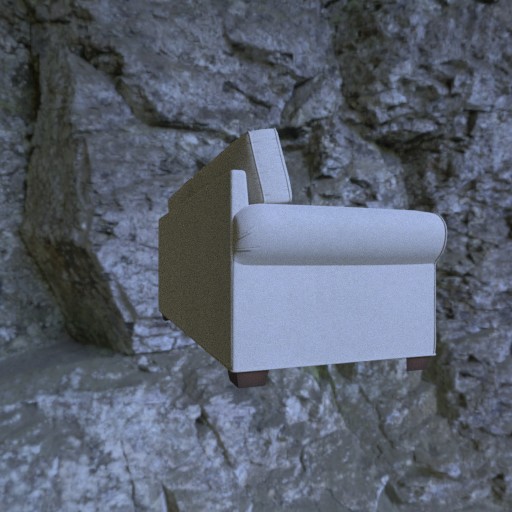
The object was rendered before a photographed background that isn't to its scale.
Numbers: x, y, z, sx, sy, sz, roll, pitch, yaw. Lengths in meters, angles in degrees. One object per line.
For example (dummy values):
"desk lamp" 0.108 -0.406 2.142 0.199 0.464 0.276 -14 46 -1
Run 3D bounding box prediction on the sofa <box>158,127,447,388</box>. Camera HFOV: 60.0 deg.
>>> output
"sofa" 0.000 0.000 2.636 0.901 0.962 2.146 0 -1 -20
